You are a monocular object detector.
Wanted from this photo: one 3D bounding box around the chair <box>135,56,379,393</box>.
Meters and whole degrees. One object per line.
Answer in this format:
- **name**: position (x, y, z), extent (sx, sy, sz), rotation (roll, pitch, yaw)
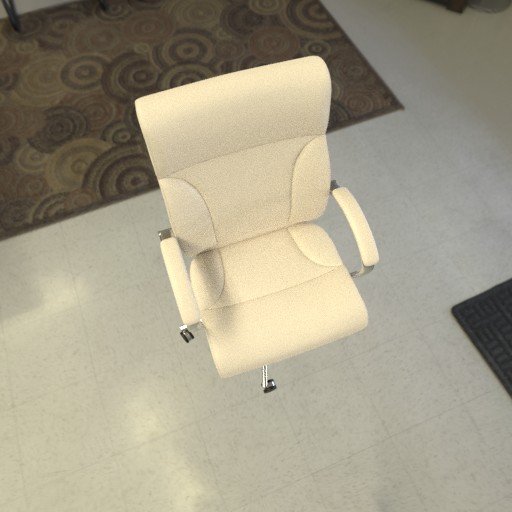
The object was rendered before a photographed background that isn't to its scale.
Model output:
- **chair**: position (0.000, 0.000, 1.595), extent (0.727, 1.099, 0.745), rotation (-17, 64, -9)
